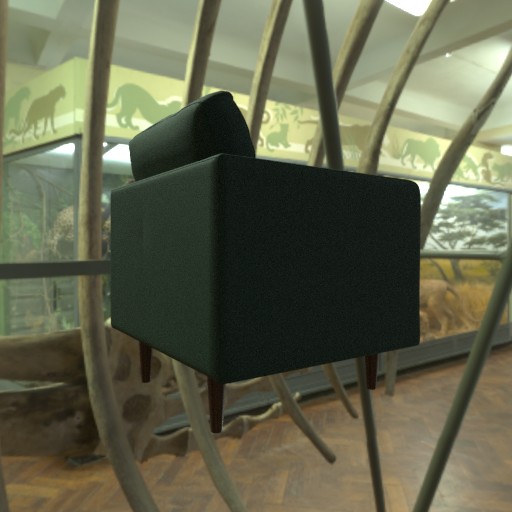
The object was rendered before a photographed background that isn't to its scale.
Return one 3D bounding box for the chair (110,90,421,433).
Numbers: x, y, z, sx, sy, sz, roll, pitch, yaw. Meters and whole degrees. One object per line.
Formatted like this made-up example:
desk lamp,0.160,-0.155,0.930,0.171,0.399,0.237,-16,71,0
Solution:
chair,0.000,0.000,1.580,0.800,0.927,0.855,-1,2,-35
